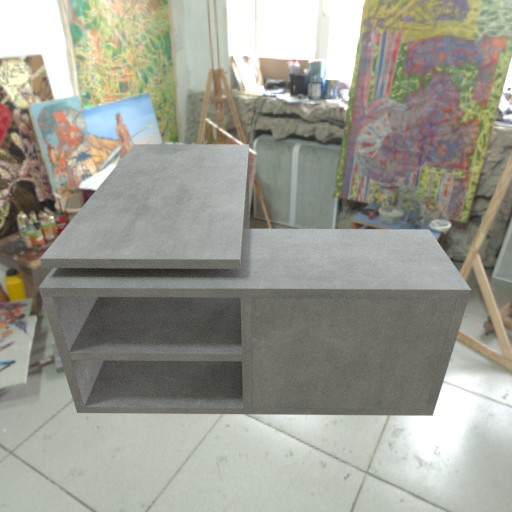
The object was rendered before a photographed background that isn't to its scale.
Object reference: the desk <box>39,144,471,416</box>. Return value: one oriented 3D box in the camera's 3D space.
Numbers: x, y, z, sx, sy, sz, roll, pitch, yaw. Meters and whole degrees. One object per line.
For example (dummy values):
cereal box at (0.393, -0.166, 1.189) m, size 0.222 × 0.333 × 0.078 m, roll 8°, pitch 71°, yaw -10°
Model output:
desk at (0.000, 0.000, 2.283) m, size 1.500 × 0.740 × 1.400 m, roll 0°, pitch 31°, yaw 0°
